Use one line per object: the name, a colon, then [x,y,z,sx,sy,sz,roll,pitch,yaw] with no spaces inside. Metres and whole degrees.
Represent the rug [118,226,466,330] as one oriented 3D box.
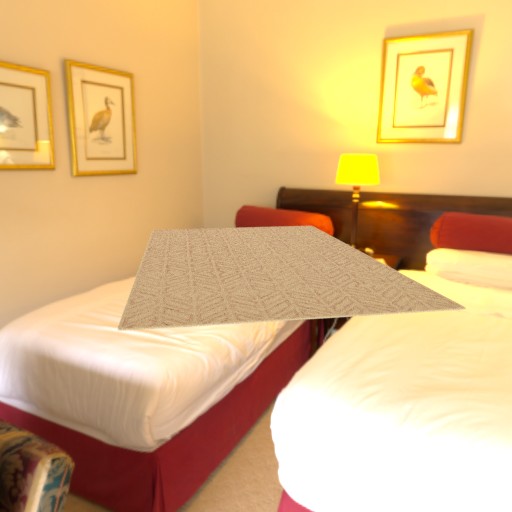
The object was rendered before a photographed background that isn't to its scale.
rug: [0.000,0.000,3.041,1.523,0.008,2.438,-2,13,-9]
